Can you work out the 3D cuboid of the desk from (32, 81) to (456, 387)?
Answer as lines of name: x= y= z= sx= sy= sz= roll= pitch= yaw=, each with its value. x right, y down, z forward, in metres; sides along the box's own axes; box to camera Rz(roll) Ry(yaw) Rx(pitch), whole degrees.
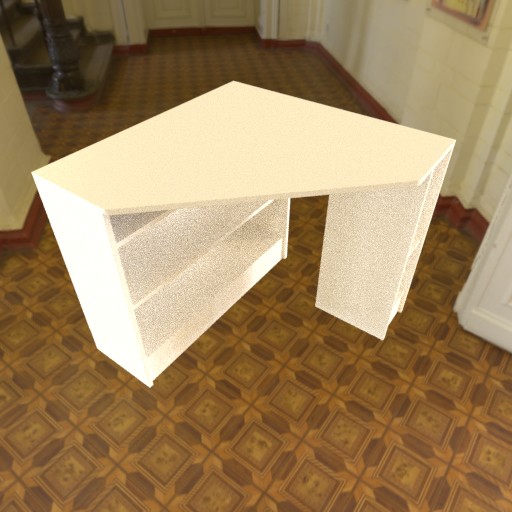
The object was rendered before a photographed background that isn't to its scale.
desk: x=0.000 y=0.000 z=1.630 sx=0.926 sy=0.818 sz=0.940 roll=26 pitch=47 yaw=27
